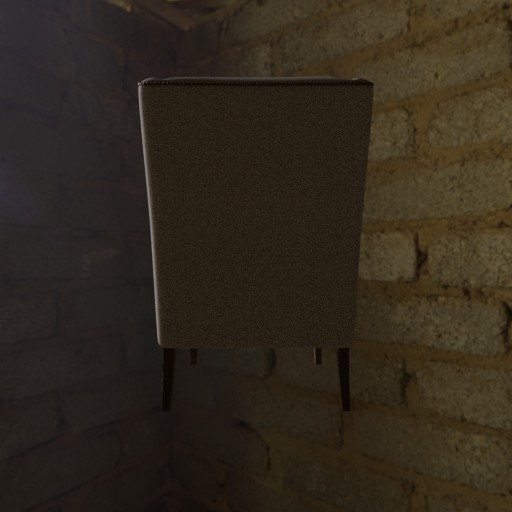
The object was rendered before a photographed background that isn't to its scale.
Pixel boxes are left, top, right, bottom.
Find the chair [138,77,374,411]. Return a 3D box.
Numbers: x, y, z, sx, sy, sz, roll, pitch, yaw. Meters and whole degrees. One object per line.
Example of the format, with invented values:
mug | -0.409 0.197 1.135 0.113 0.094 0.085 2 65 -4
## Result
chair | 0.000 0.000 1.693 0.737 1.029 0.940 0 0 0
